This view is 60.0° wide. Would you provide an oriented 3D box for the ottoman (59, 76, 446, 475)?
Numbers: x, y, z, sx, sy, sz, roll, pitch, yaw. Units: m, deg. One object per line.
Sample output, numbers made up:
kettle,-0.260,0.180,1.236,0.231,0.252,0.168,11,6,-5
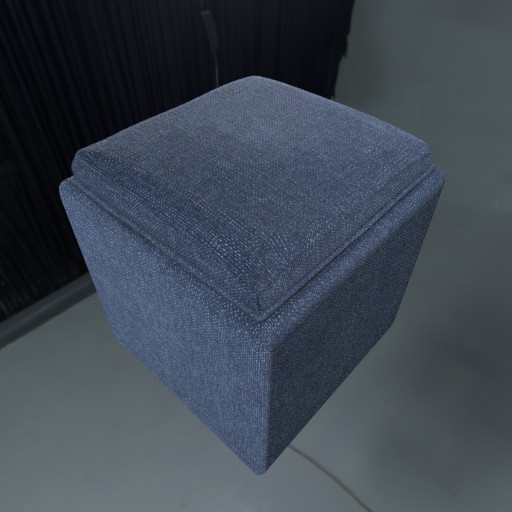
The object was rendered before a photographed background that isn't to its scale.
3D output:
ottoman,0.000,0.000,0.822,0.436,0.493,0.454,33,54,29
